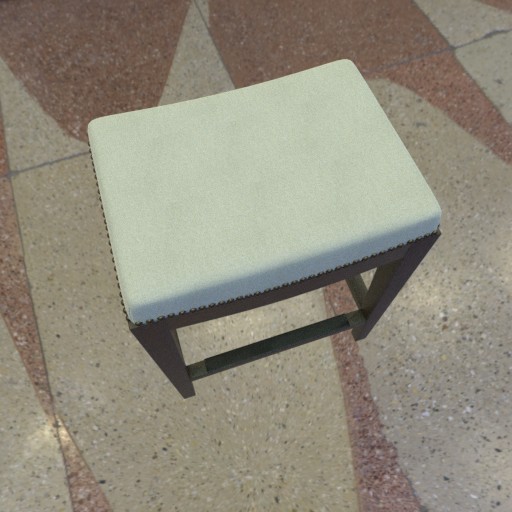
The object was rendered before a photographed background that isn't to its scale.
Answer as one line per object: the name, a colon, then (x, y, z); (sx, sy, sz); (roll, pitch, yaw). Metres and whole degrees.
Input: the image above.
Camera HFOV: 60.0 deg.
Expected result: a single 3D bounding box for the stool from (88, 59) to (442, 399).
stool: (0.000, 0.000, 0.948); (0.500, 0.642, 0.361); (-17, 65, -8)
